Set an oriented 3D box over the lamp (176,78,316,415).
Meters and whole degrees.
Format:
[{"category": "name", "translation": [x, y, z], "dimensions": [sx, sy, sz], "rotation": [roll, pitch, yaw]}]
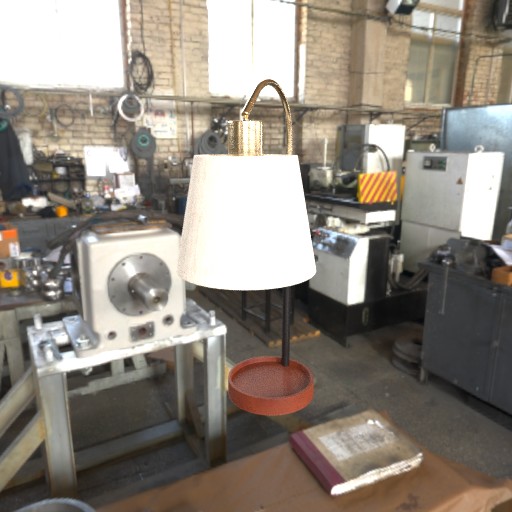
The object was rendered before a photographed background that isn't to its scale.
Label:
[{"category": "lamp", "translation": [0.000, 0.000, 0.701], "dimensions": [0.211, 0.536, 0.273], "rotation": [7, 16, 27]}]
